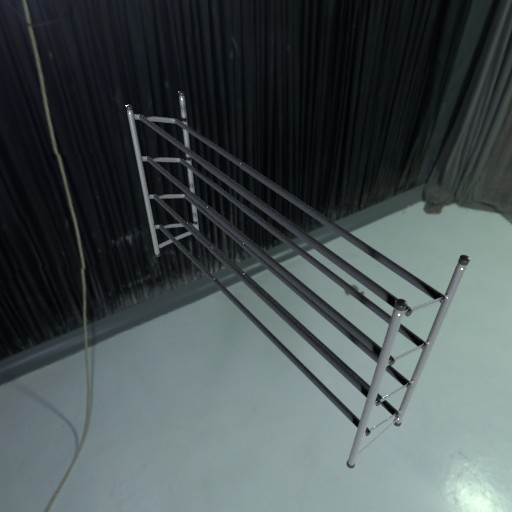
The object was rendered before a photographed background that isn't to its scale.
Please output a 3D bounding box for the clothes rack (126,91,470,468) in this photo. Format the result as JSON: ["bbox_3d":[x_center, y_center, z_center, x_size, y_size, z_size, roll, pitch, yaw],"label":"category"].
[{"bbox_3d":[0.000,0.000,1.427,0.229,0.672,1.168,-27,48,-27],"label":"clothes rack"}]
